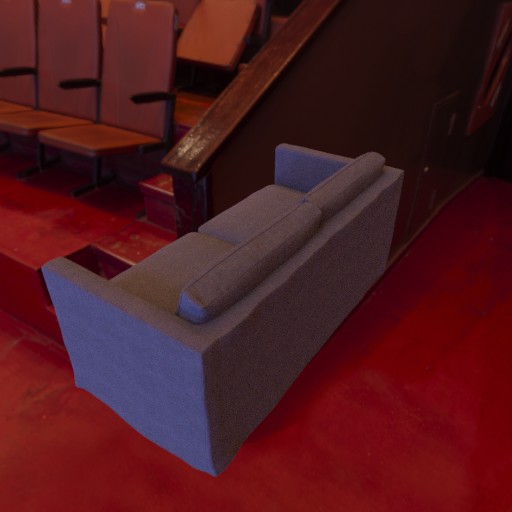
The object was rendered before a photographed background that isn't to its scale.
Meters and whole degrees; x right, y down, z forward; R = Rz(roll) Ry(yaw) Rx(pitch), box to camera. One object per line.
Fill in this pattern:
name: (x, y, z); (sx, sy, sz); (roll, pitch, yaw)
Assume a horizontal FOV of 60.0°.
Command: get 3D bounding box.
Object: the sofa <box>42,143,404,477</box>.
sofa: (0.000, 0.000, 2.497); (0.953, 0.855, 1.982); (21, 38, 29)
